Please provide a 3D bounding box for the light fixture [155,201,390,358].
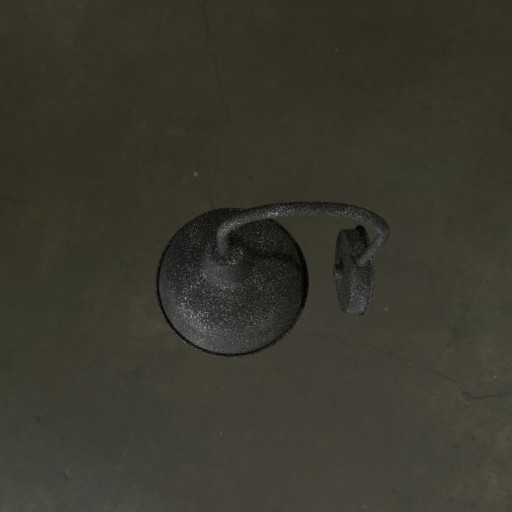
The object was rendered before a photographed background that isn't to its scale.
[{"bbox_3d":[0.000,0.000,0.507,0.283,0.300,0.216,-1,75,0],"label":"light fixture"}]
